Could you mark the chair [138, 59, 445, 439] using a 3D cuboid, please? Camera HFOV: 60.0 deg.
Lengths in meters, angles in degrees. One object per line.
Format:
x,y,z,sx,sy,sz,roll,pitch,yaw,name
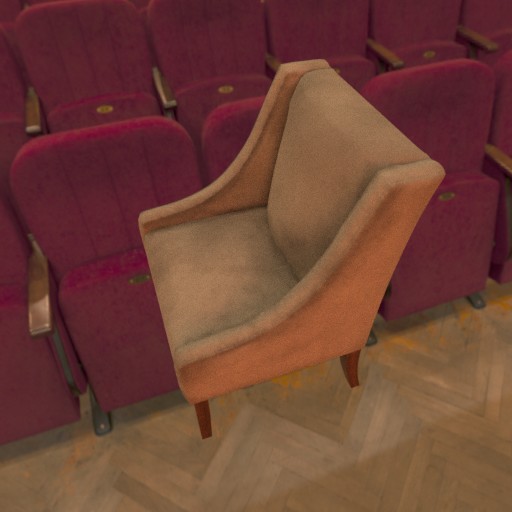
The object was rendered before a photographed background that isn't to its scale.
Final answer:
0.000,0.000,1.346,0.629,0.895,0.629,-14,48,-13,chair
